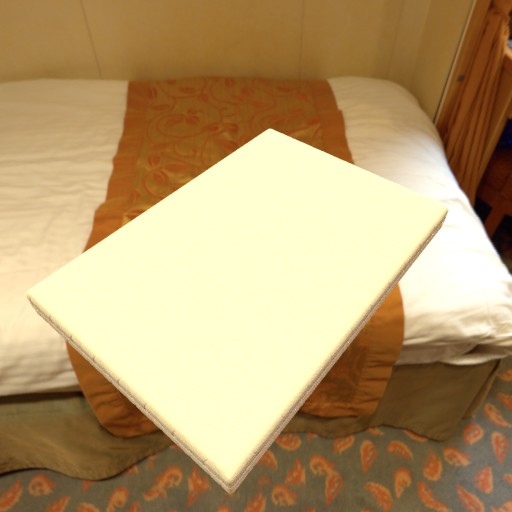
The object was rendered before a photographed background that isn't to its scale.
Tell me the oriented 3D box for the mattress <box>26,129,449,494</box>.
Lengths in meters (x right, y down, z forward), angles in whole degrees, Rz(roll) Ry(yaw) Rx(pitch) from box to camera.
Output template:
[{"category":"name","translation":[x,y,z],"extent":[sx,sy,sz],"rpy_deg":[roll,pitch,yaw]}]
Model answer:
[{"category":"mattress","translation":[0.000,0.000,2.512],"extent":[1.400,0.200,2.000],"rpy_deg":[31,55,26]}]
